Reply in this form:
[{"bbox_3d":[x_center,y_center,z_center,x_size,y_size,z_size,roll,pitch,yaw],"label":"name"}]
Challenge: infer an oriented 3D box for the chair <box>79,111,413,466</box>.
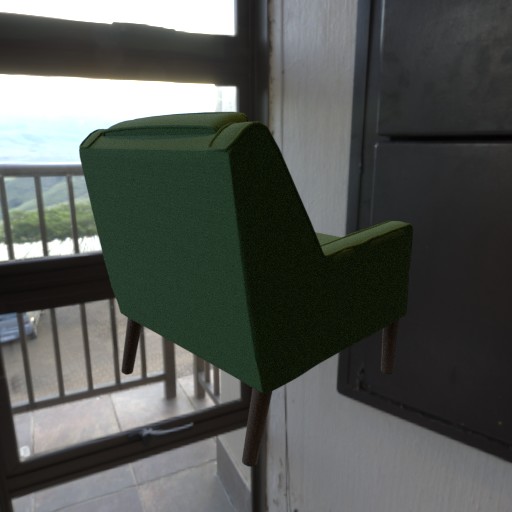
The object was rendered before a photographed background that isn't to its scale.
[{"bbox_3d":[0.000,0.000,1.327,0.743,0.792,0.663,-13,20,-42],"label":"chair"}]
